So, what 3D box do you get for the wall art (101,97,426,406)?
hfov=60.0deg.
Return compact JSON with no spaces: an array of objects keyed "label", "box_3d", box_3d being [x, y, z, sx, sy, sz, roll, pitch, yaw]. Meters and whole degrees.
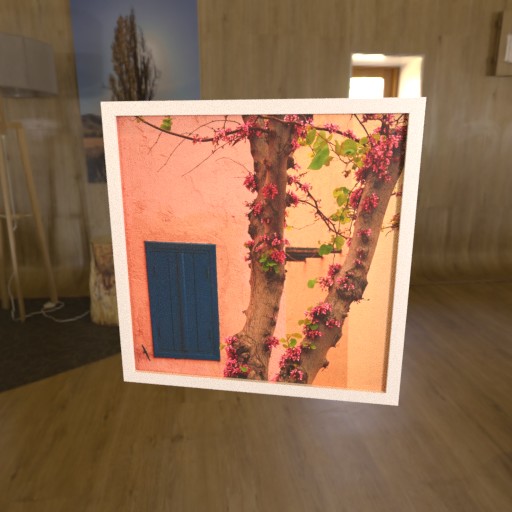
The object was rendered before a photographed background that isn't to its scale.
[{"label":"wall art","box_3d":[0.000,0.000,0.765,0.507,0.508,0.038,2,15,9]}]
